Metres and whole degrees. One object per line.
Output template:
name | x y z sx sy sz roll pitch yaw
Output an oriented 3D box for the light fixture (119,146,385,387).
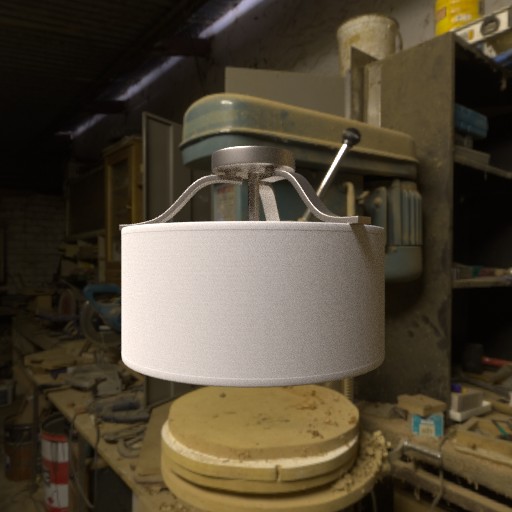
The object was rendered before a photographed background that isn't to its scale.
light fixture | 0.000 0.000 0.666 0.395 0.304 0.395 0 0 0
